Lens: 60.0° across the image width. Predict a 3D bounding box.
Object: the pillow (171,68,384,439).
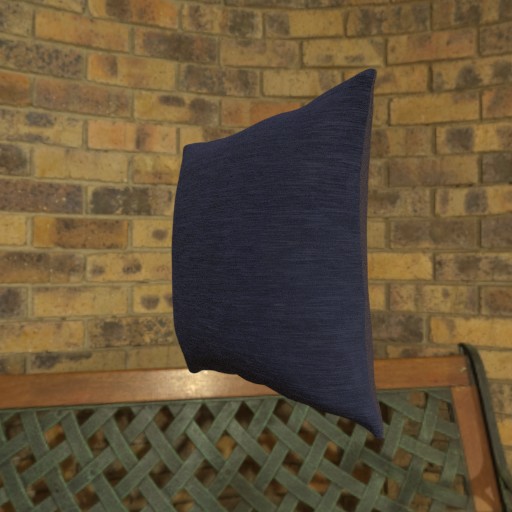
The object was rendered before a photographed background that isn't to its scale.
[{"bbox_3d":[0.000,0.000,0.681,0.204,0.439,0.452,1,-1,-38],"label":"pillow"}]
